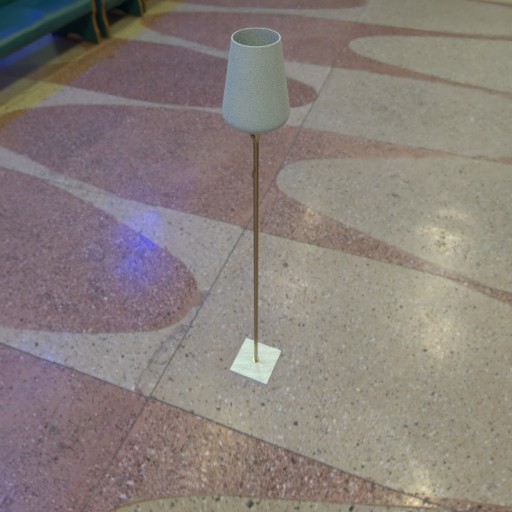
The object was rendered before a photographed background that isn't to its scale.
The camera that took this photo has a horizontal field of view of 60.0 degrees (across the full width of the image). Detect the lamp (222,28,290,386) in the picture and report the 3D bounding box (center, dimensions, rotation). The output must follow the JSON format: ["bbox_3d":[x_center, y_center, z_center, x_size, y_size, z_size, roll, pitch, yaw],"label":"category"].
[{"bbox_3d":[0.000,0.000,1.918,0.229,1.813,0.232,17,49,16],"label":"lamp"}]
